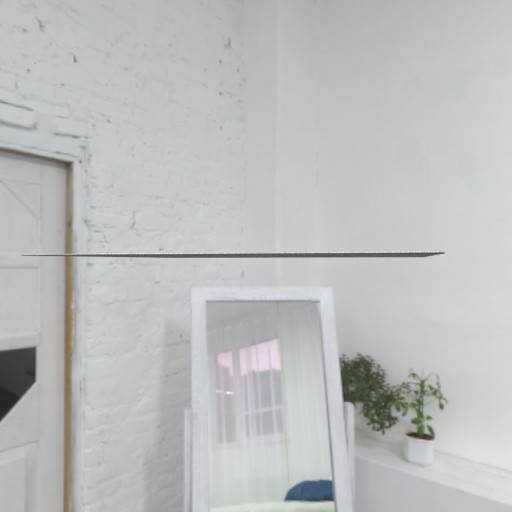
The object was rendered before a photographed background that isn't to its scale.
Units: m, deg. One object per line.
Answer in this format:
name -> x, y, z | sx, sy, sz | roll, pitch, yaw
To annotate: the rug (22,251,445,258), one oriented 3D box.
rug -> 0.000, 0.000, 4.095 | 3.048, 0.012, 2.438 | 0, -1, 19
